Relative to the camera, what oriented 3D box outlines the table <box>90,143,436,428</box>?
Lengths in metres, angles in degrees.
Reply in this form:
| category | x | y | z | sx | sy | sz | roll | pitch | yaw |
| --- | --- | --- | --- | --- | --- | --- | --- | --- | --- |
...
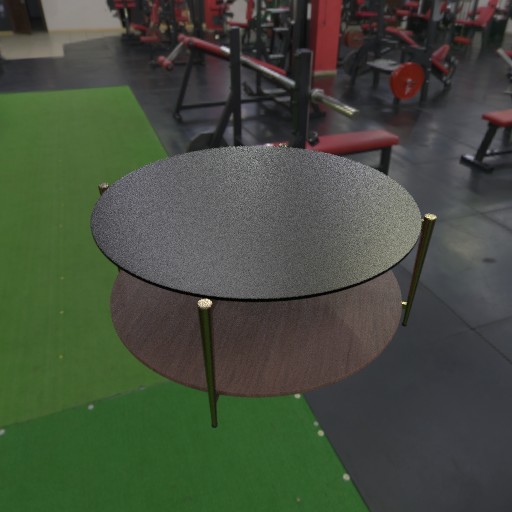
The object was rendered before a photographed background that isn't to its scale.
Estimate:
| category | x | y | z | sx | sy | sz | roll | pitch | yaw |
| --- | --- | --- | --- | --- | --- | --- | --- | --- | --- |
| table | 0.000 | 0.000 | 1.423 | 0.938 | 0.400 | 0.938 | -10 | 34 | -15 |
